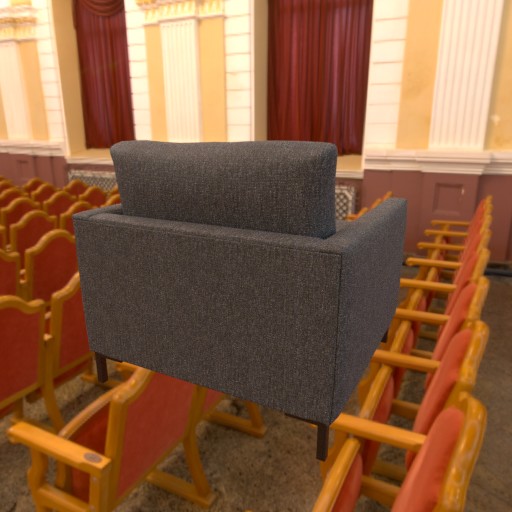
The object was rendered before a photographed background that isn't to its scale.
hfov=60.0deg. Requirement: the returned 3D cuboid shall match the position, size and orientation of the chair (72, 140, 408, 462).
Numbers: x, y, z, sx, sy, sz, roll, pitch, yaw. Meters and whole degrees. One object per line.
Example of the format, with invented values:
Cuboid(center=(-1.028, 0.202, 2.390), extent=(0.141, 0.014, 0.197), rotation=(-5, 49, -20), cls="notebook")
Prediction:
Cuboid(center=(0.000, 0.000, 1.668), extent=(0.963, 0.861, 0.866), rotation=(8, 18, 27), cls="chair")
